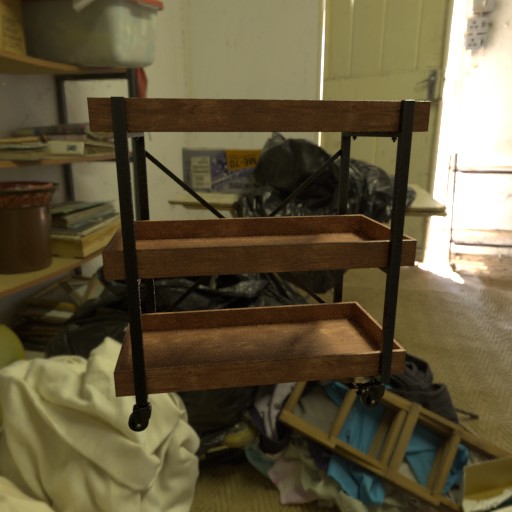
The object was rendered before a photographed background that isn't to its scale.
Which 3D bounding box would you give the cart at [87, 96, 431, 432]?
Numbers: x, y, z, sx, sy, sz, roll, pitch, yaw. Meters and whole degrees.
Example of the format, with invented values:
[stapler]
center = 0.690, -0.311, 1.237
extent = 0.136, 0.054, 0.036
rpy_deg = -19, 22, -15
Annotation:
[cart]
center = 0.000, 0.000, 1.234
extent = 0.750, 0.800, 0.411
rpy_deg = -2, 16, -8
